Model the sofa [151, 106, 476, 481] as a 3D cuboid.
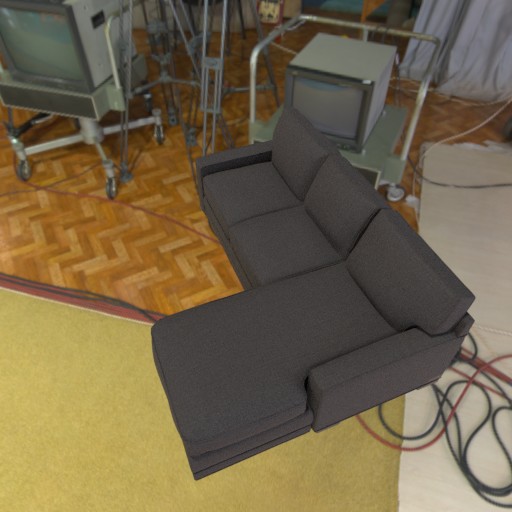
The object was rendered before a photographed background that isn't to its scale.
[{"bbox_3d":[0.000,0.000,3.248,1.790,0.973,2.370,-17,49,-15],"label":"sofa"}]
